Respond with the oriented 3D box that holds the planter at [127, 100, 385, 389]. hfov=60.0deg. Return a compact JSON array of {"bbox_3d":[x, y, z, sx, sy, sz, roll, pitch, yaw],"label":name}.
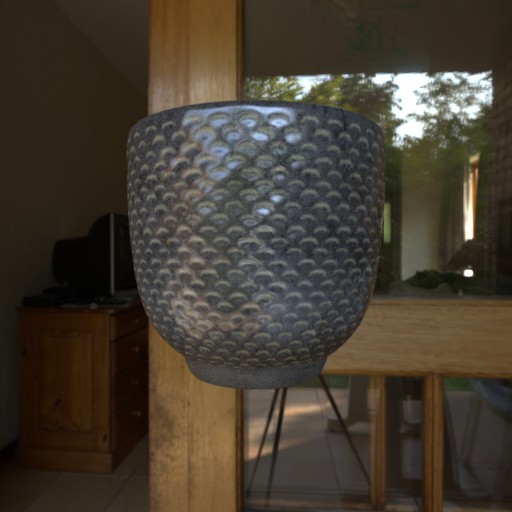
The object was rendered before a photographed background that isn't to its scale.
[{"bbox_3d":[0.000,0.000,0.308,0.172,0.160,0.172,0,1,0],"label":"planter"}]
